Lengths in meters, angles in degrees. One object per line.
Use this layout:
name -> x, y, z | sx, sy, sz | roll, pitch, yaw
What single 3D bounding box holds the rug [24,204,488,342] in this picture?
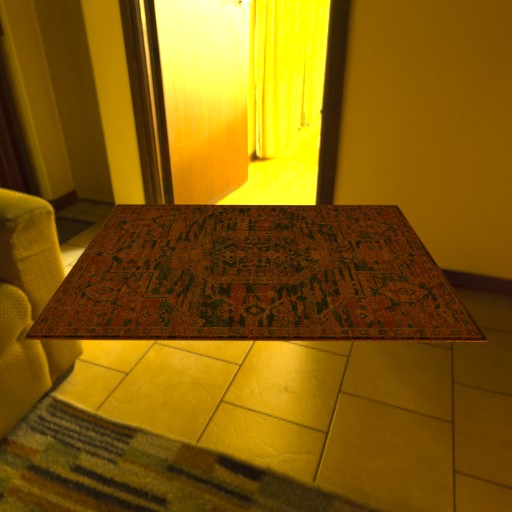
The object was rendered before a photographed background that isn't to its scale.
rug -> 0.000, 0.000, 2.784 | 2.204, 0.024, 1.588 | 0, 30, 0
